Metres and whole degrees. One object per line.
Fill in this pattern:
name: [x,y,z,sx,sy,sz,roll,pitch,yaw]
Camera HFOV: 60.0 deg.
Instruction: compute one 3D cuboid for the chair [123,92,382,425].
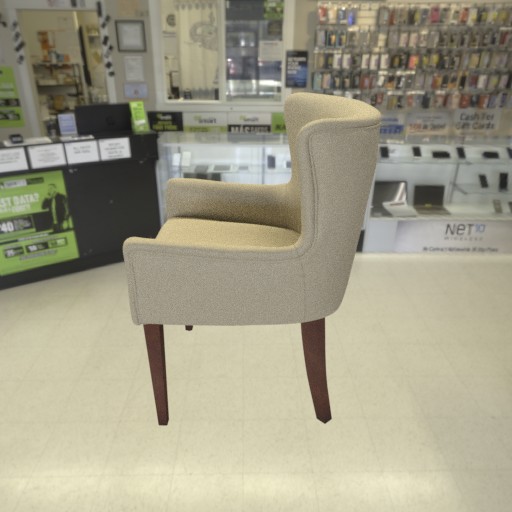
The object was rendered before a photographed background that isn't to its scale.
chair: [0.000,0.000,1.441,0.686,0.952,0.660,1,26,1]
